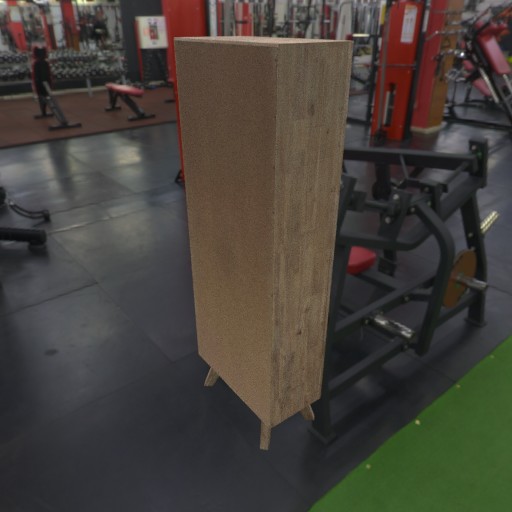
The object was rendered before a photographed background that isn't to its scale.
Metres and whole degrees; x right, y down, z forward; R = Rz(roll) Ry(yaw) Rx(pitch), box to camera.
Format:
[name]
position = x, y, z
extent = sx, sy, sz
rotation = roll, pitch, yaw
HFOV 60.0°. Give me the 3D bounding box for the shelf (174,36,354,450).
[shelf]
position = 0.000, 0.000, 1.525
extent = 0.267, 1.342, 0.491
rotation = -19, 34, -32
